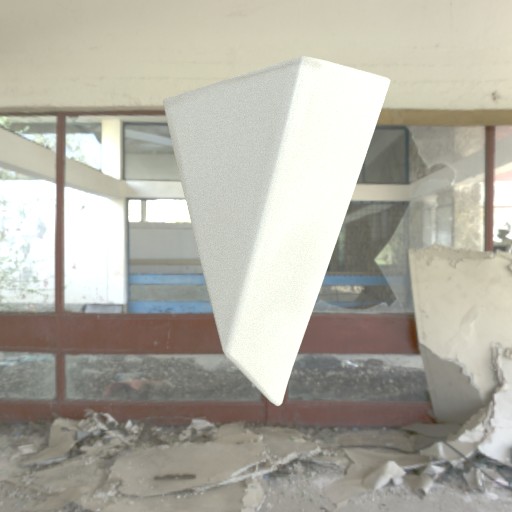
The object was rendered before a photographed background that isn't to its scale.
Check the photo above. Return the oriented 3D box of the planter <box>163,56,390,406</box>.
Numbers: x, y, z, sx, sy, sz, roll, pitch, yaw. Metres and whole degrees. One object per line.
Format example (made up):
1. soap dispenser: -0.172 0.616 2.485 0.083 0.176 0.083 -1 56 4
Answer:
1. planter: 0.000 0.000 0.272 0.150 0.197 0.060 0 1 37
